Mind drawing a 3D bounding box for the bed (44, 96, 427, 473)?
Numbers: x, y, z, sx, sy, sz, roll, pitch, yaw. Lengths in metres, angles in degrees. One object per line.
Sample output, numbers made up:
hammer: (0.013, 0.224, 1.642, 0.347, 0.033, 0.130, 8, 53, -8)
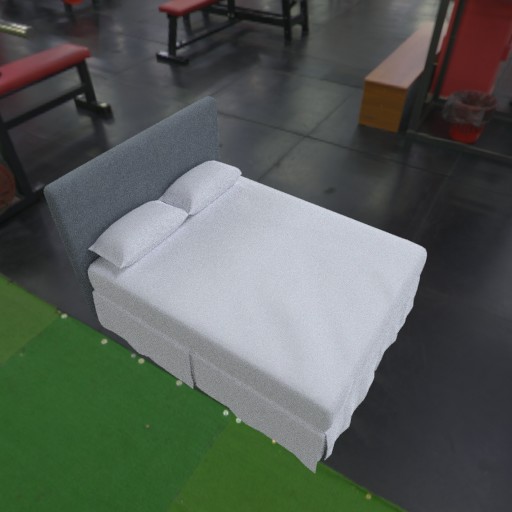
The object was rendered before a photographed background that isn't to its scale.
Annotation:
bed: (0.000, 0.000, 3.235, 2.142, 1.330, 1.713, 25, 49, 24)
